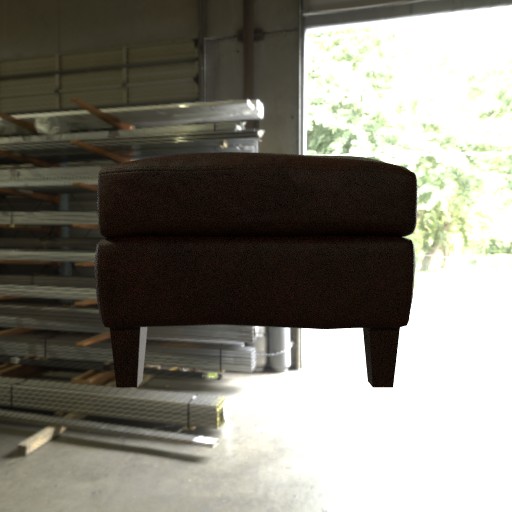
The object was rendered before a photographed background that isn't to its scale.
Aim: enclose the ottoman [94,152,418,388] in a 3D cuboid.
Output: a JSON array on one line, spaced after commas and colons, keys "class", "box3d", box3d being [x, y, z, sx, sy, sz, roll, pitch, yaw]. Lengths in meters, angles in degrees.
[{"class": "ottoman", "box3d": [0.000, 0.000, 1.282, 0.659, 0.527, 0.887, 0, 1, 0]}]
